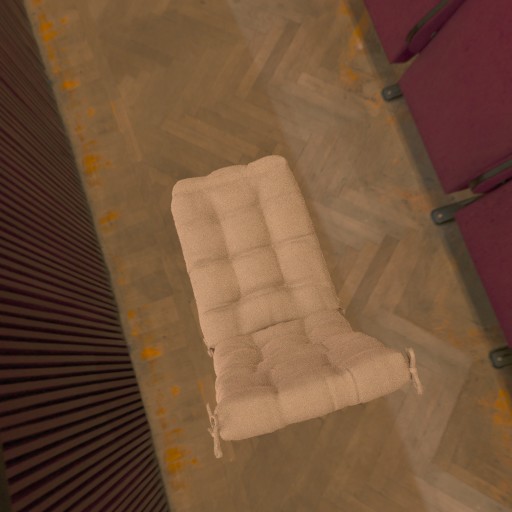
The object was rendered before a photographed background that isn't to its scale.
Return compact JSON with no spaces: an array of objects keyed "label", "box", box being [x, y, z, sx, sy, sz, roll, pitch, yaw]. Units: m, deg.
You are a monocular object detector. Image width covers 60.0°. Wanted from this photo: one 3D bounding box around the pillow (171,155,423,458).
[{"label":"pillow","box":[0.000,0.000,1.497,0.526,0.863,1.016,-16,78,-4]}]
